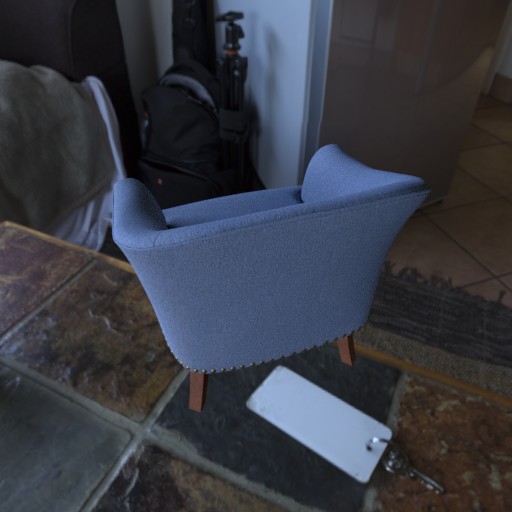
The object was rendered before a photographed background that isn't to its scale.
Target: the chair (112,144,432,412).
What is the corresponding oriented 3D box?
[{"bbox_3d":[0.000,0.000,1.410,0.798,0.815,0.704,-12,43,-14],"label":"chair"}]
